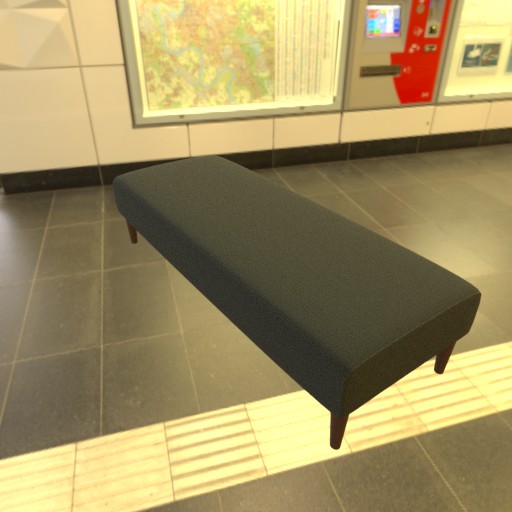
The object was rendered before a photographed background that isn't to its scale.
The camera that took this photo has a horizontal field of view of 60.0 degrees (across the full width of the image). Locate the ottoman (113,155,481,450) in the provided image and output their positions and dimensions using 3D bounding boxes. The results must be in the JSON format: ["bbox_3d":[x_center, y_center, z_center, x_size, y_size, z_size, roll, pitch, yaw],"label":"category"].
[{"bbox_3d":[0.000,0.000,1.869,0.646,0.393,1.609,-21,37,-30],"label":"ottoman"}]
